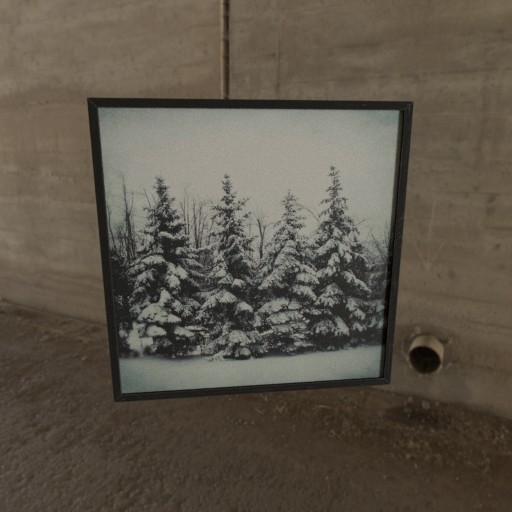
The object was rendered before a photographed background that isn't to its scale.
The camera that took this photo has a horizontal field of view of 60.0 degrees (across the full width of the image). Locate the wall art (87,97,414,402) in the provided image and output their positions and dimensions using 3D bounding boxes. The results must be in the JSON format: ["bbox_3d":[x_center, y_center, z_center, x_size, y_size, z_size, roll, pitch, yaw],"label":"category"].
[{"bbox_3d":[0.000,0.000,0.761,0.506,0.506,0.036,-2,14,-7],"label":"wall art"}]
